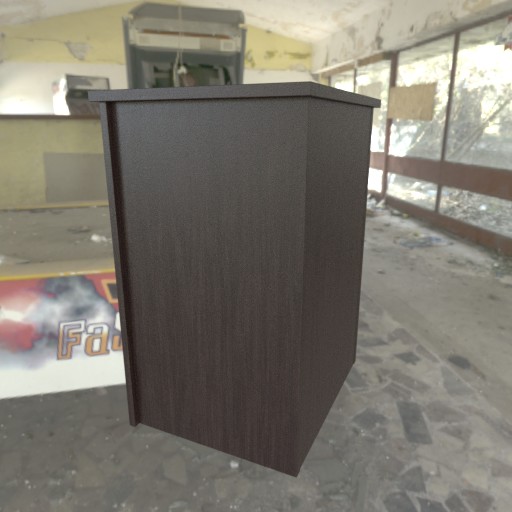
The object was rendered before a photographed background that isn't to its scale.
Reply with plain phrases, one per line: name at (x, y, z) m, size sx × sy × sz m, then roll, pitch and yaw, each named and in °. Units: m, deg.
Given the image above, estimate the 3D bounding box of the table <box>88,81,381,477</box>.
table at (0.000, 0.000, 0.933) m, size 0.381 × 0.635 × 0.480 m, roll 8°, pitch 18°, yaw 24°
